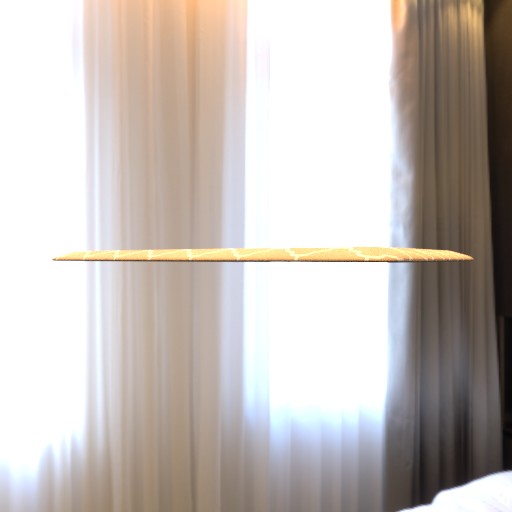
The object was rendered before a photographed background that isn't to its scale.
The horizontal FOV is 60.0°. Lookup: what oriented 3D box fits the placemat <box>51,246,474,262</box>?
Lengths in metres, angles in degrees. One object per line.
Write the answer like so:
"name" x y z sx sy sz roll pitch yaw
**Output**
"placemat" 0.000 0.000 0.937 0.762 0.021 0.508 0 0 36
